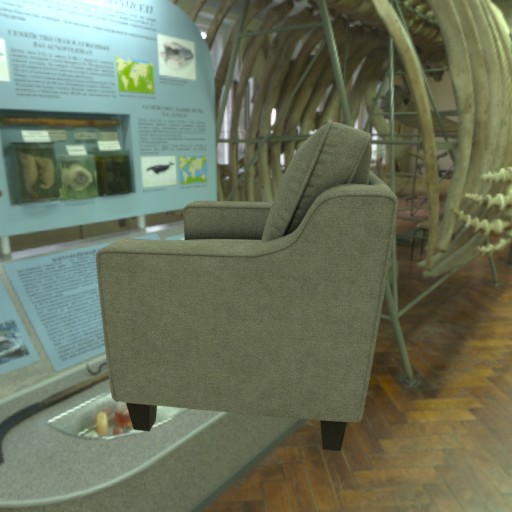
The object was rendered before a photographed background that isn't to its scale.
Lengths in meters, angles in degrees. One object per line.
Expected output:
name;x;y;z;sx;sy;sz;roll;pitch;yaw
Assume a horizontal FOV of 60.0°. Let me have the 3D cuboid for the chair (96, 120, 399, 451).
chair;0.000;0.000;1.631;0.840;0.944;0.926;2;16;8
